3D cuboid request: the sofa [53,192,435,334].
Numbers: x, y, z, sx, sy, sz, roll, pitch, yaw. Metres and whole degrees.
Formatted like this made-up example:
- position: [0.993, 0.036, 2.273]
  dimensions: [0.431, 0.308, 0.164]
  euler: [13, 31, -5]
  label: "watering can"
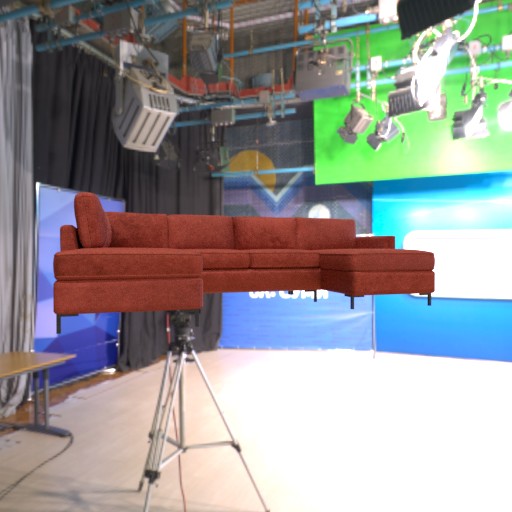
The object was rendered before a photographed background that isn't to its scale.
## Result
- position: [0.000, 0.000, 4.368]
  dimensions: [3.434, 0.992, 2.055]
  euler: [0, 1, -17]
  label: "sofa"
